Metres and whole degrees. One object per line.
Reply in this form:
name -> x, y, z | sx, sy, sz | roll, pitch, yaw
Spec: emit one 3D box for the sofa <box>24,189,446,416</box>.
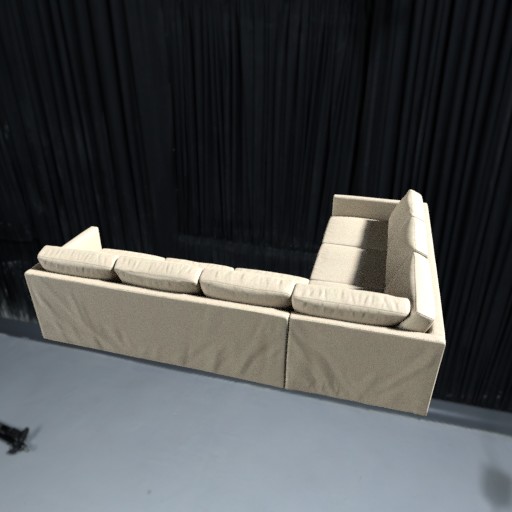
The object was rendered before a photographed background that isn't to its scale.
sofa -> 0.000, 0.000, 4.287 | 3.182, 0.871, 2.432 | 8, 30, 14
